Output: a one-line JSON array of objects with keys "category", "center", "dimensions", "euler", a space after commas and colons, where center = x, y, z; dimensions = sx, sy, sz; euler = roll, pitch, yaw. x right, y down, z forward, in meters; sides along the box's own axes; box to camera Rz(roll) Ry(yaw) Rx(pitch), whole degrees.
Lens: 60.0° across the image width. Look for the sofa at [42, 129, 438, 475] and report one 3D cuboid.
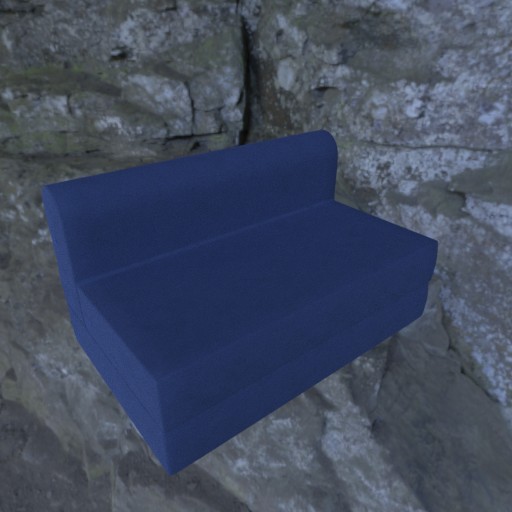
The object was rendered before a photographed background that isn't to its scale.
[{"category": "sofa", "center": [0.000, 0.000, 1.637], "dimensions": [1.219, 0.660, 0.762], "euler": [-21, 35, -33]}]
